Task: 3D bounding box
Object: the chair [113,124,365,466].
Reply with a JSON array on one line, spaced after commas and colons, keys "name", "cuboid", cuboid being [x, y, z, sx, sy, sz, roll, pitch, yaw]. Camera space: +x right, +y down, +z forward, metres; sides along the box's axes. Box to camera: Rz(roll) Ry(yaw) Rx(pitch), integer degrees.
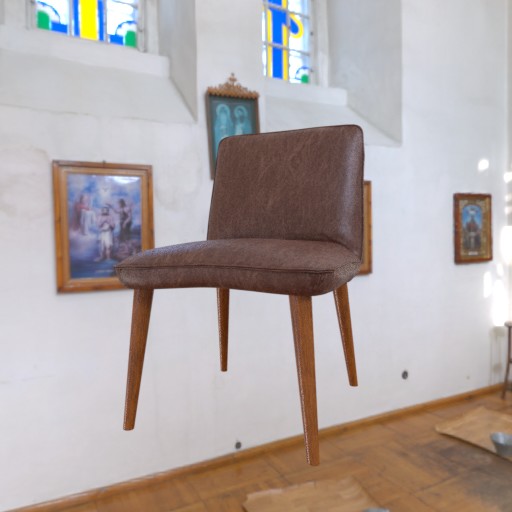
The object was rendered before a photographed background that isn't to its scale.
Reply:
[{"name": "chair", "cuboid": [0.000, 0.000, 1.188, 0.543, 0.803, 0.645, 0, 1, 17]}]
